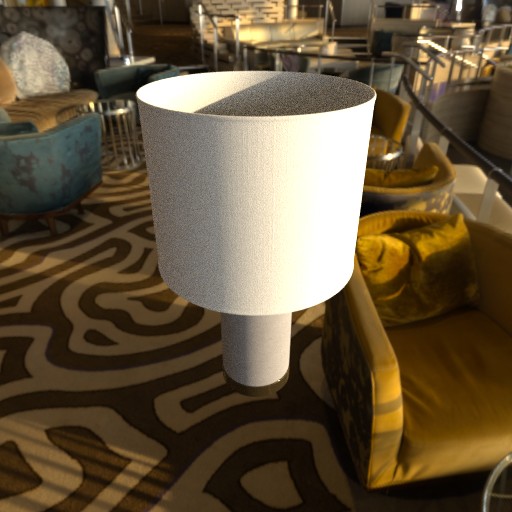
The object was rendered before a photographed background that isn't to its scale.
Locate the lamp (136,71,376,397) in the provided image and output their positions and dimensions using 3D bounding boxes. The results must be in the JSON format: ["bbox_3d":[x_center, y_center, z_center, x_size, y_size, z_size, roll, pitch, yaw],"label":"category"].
[{"bbox_3d":[0.000,0.000,0.530,0.229,0.380,0.229,0,31,0],"label":"lamp"}]
